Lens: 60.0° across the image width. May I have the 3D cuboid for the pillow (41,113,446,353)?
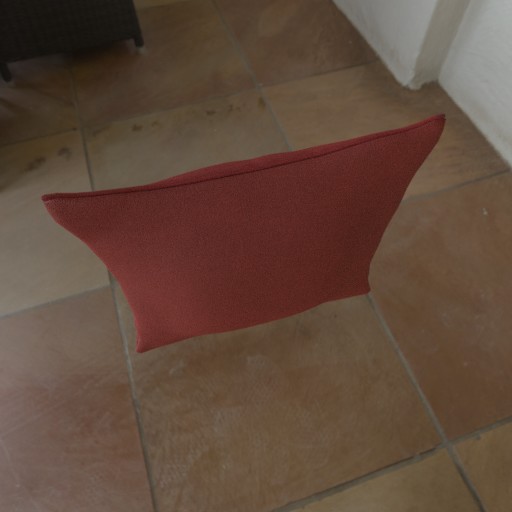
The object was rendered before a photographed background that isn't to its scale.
[{"bbox_3d":[0.000,0.000,0.630,0.435,0.416,0.151,-14,59,-8],"label":"pillow"}]
